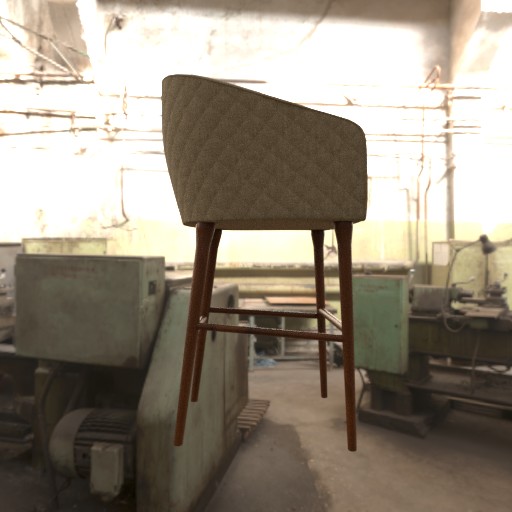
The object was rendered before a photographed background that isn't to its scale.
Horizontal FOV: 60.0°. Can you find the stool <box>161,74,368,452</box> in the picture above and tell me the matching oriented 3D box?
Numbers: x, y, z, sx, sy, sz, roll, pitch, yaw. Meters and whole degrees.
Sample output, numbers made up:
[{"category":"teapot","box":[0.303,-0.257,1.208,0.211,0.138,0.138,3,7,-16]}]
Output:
[{"category":"stool","box":[0.000,0.000,1.452,0.607,1.078,0.559,0,0,-1]}]
